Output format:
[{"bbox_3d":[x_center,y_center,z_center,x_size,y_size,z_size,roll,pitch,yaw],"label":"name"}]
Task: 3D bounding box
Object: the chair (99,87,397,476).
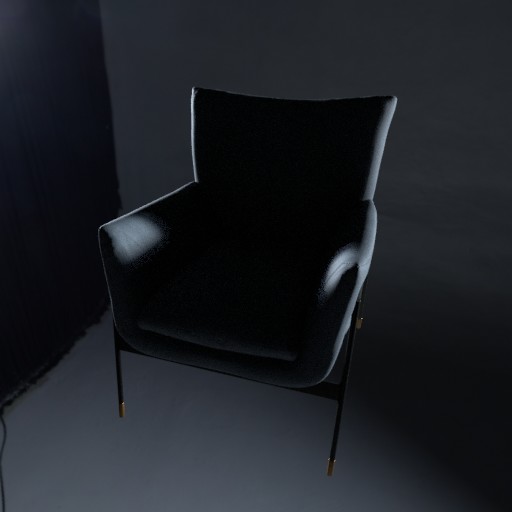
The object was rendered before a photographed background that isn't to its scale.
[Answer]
[{"bbox_3d":[0.000,0.000,1.337,0.678,0.858,0.709,9,29,16],"label":"chair"}]
